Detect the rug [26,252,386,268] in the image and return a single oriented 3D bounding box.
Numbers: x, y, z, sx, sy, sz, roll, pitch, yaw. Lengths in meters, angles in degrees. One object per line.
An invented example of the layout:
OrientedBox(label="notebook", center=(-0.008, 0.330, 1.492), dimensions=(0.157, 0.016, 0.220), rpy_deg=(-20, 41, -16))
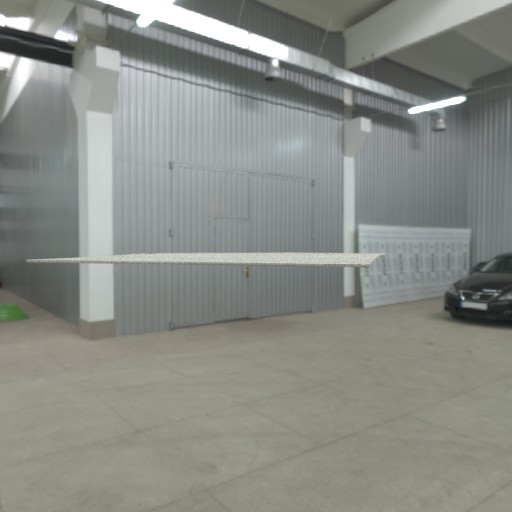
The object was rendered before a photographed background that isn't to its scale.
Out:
OrientedBox(label="rug", center=(0.000, 0.000, 2.967), dimensions=(1.624, 0.030, 2.264), rpy_deg=(0, 1, 18))
